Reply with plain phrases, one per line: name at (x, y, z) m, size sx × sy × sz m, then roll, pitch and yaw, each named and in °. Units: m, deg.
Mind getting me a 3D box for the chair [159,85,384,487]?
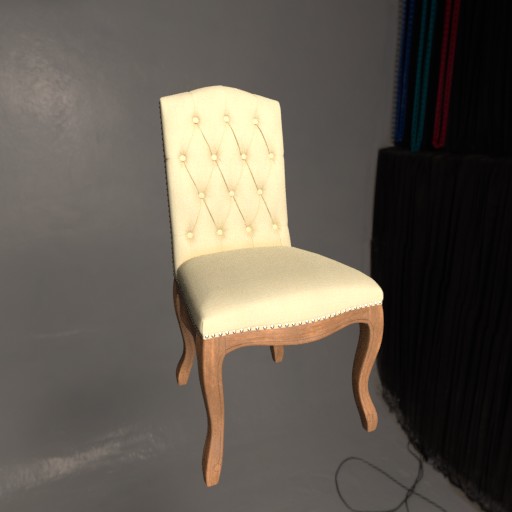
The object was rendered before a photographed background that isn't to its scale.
chair at (0.000, 0.000, 1.545) m, size 0.623 × 1.165 × 0.715 m, roll -7°, pitch 17°, yaw -24°
